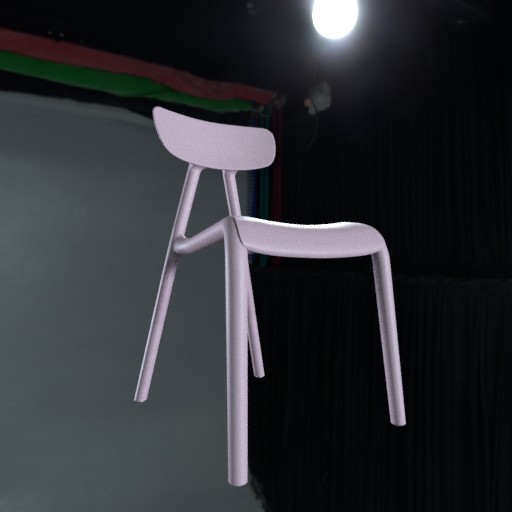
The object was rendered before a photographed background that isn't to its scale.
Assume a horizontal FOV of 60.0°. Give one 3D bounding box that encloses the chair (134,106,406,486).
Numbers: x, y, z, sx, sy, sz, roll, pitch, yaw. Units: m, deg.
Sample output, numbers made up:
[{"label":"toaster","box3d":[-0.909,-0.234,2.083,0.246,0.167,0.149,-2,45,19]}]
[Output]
[{"label":"chair","box3d":[0.000,0.000,0.816,0.356,0.580,0.401,0,1,-36]}]
